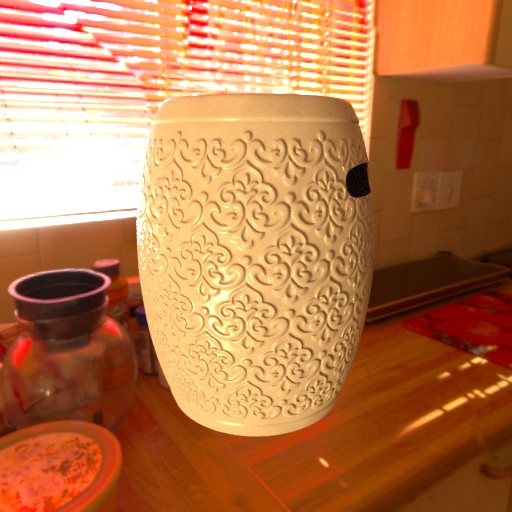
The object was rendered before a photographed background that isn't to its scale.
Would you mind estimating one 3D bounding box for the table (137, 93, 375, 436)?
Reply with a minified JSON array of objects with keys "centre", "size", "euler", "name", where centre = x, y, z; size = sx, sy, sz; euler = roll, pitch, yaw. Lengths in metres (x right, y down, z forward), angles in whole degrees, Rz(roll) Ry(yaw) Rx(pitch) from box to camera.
[{"centre":[0.000,0.000,0.600],"size":[0.309,0.397,0.309],"euler":[0,15,0],"name":"table"}]
